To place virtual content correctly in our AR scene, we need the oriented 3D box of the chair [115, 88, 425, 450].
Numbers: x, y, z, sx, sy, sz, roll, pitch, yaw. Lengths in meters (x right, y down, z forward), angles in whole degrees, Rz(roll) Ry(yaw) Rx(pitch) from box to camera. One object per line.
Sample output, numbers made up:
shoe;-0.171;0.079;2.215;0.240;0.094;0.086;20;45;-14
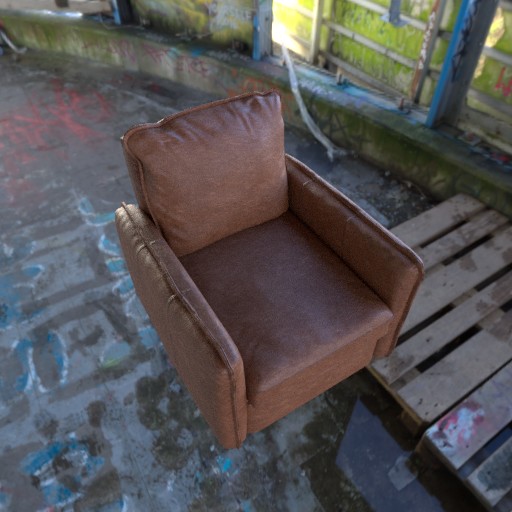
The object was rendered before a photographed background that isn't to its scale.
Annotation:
chair;0.000;0.000;1.643;0.830;0.922;0.922;-24;51;-21
